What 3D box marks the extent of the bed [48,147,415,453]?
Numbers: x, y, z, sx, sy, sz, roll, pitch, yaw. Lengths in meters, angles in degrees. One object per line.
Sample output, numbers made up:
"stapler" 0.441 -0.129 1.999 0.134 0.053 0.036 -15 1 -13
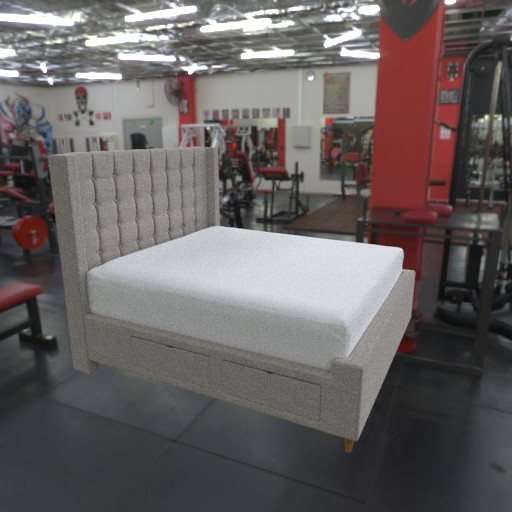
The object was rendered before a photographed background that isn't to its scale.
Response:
"bed" 0.000 0.000 3.792 2.372 1.748 2.044 8 17 26
